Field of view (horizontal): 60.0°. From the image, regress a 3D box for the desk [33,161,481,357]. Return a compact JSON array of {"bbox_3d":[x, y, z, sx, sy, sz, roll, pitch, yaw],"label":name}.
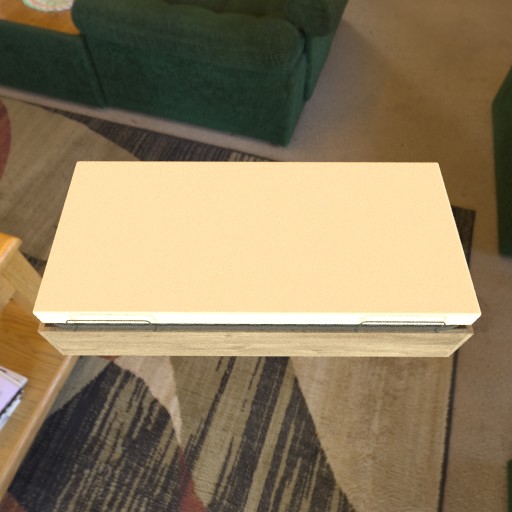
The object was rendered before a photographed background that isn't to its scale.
[{"bbox_3d":[0.000,0.000,2.224,1.900,0.455,0.900,0,58,0],"label":"desk"}]
